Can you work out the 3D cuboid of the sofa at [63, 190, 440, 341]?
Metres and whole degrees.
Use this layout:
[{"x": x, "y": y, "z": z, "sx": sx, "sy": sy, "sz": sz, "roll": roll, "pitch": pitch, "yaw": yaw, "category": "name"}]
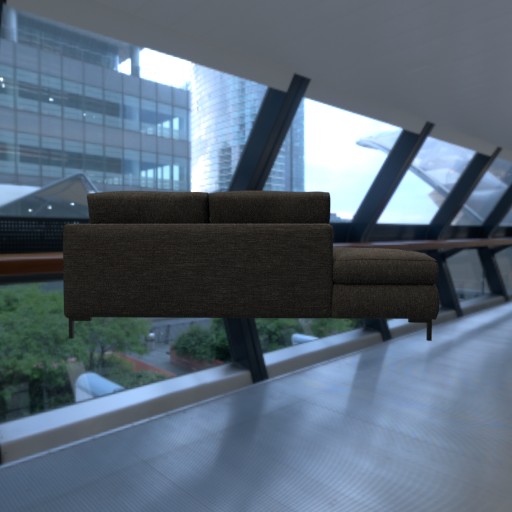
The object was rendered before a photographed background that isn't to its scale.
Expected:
[{"x": 0.000, "y": 0.000, "z": 3.782, "sx": 2.007, "sy": 0.815, "sz": 2.949, "roll": 0, "pitch": 2, "yaw": 1, "category": "sofa"}]
